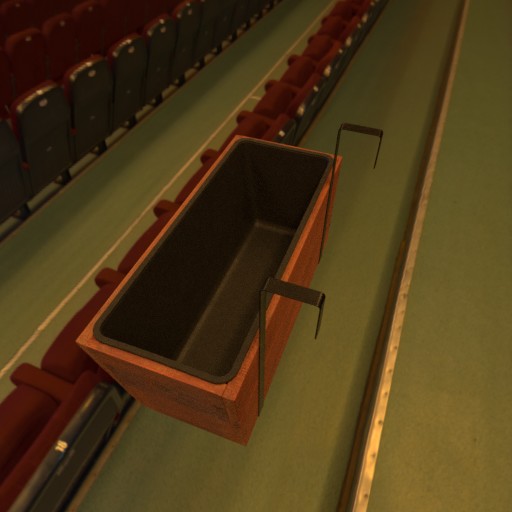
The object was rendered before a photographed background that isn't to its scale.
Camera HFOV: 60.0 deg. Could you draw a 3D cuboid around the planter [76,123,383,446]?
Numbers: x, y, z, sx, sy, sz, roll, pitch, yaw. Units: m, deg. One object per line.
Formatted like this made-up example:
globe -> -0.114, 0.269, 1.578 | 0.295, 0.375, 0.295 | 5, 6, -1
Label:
planter -> 0.000, 0.000, 0.661 | 0.262, 0.289, 0.480 | 16, 48, 14
